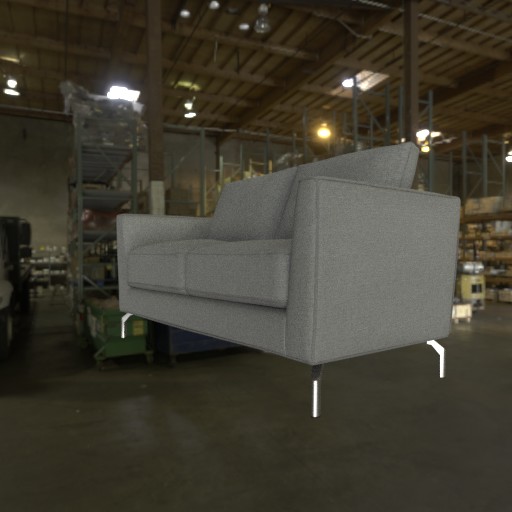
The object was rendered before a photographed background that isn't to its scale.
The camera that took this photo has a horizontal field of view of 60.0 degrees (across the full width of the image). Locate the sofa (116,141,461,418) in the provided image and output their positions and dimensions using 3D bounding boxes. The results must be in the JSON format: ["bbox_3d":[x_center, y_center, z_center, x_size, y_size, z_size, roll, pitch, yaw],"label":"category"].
[{"bbox_3d":[0.000,0.000,2.105,0.803,0.924,1.594,0,0,-37],"label":"sofa"}]
